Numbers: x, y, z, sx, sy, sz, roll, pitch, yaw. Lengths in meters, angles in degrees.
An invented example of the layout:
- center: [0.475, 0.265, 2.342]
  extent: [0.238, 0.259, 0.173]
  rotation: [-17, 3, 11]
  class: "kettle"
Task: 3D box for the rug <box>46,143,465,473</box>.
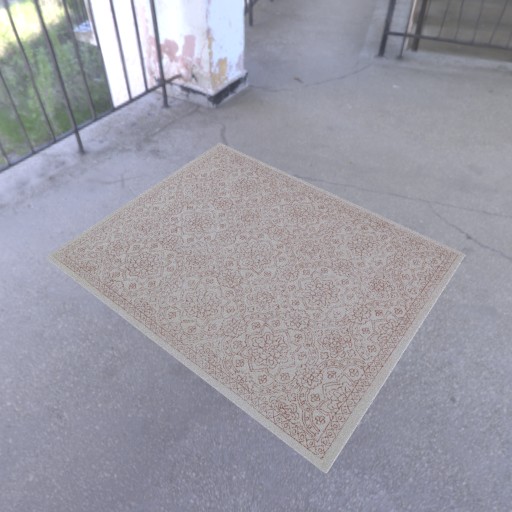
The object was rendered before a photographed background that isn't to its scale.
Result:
- center: [0.000, 0.000, 4.117]
  extent: [3.050, 0.015, 2.441]
  rotation: [30, 53, 25]
  class: "rug"
